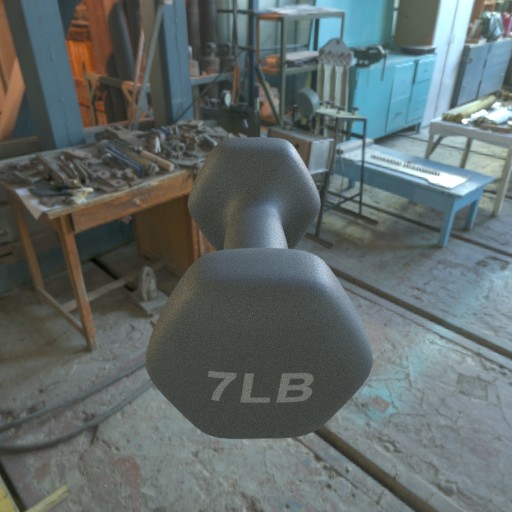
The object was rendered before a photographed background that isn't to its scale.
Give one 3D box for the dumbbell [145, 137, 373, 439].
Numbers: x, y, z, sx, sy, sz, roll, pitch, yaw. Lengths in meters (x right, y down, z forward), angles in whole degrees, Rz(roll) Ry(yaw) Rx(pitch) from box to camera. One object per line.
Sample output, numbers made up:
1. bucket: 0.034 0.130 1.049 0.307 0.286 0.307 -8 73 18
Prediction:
1. dumbbell: 0.000 0.000 0.237 0.090 0.081 0.184 0 32 0
